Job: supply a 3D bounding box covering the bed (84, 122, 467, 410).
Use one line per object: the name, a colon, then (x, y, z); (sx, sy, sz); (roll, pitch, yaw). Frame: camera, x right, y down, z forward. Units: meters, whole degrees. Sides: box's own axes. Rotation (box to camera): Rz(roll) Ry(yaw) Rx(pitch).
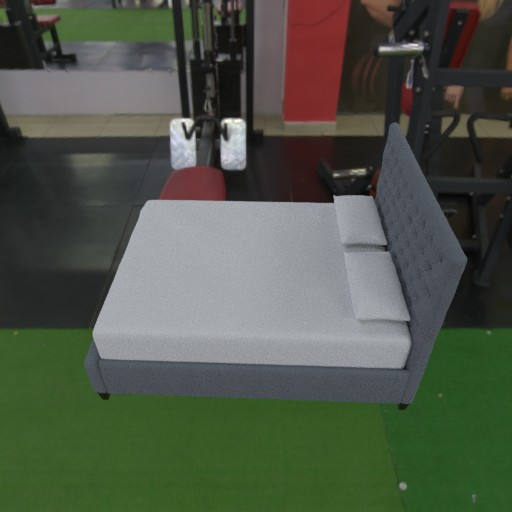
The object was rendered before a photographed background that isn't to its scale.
bed: (0.000, 0.000, 3.345); (2.231, 1.427, 1.698); (1, 40, 2)
